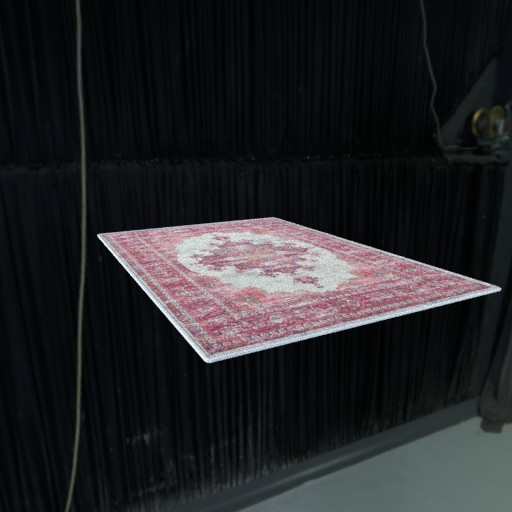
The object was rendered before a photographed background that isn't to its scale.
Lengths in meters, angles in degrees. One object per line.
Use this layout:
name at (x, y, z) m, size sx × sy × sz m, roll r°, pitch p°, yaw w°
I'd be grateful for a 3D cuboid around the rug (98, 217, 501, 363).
rug at (0.000, 0.000, 2.173) m, size 1.217 × 0.011 × 1.747 m, roll -8°, pitch 17°, yaw -27°
